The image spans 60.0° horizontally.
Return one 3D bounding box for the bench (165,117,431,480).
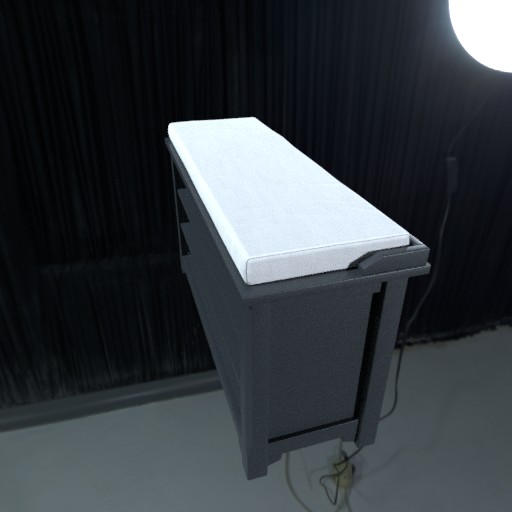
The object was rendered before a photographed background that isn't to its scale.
[{"bbox_3d":[0.000,0.000,1.246,0.345,0.561,0.973,-9,31,-15],"label":"bench"}]
